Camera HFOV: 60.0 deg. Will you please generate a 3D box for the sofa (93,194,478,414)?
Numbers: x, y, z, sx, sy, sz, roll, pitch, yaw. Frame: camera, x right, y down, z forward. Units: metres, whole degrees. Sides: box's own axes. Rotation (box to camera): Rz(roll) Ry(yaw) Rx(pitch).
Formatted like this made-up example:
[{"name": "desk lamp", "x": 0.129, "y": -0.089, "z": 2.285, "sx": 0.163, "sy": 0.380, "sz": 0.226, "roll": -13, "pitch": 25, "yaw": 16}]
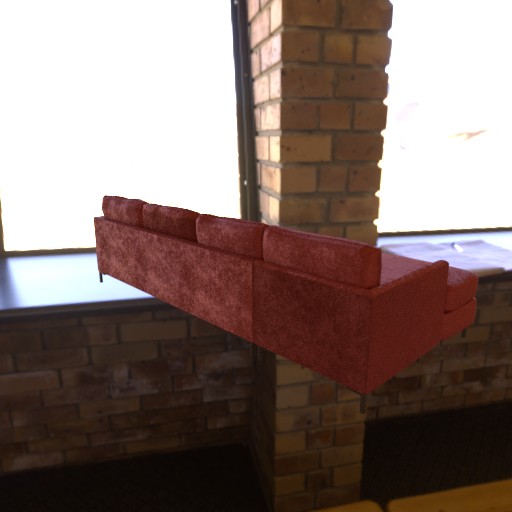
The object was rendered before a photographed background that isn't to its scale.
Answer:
[{"name": "sofa", "x": 0.000, "y": 0.000, "z": 4.048, "sx": 1.500, "sy": 0.967, "sz": 3.400, "roll": -14, "pitch": 21, "yaw": -42}]
